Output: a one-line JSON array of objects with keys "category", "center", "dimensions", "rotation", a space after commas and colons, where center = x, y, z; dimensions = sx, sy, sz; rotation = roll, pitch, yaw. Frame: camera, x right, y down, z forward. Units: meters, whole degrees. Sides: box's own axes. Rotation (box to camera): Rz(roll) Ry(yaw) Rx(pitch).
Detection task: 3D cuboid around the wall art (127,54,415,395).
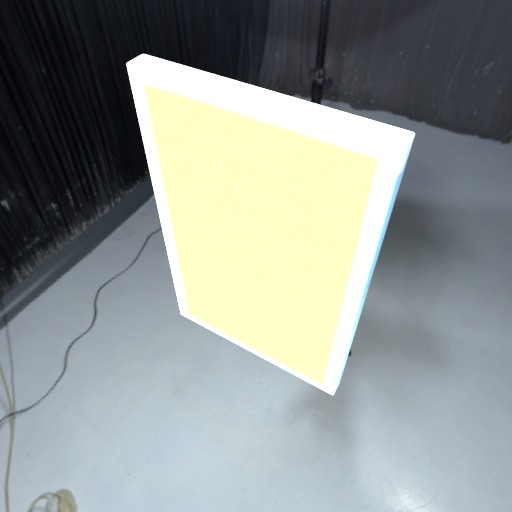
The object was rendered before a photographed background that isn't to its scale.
[{"category": "wall art", "center": [0.000, 0.000, 0.784], "dimensions": [0.401, 0.610, 0.038], "rotation": [24, 52, 20]}]
